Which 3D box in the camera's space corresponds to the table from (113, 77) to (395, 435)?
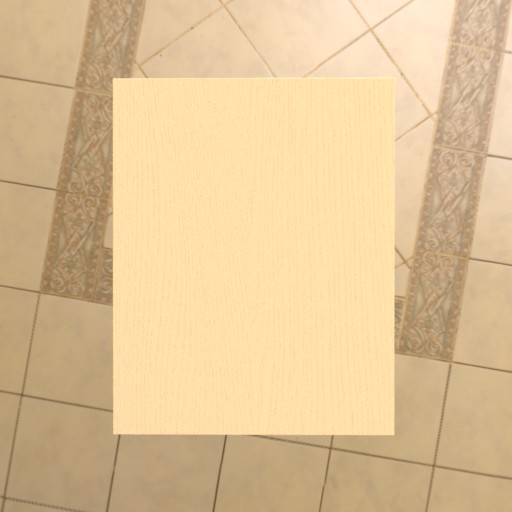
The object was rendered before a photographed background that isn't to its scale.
[{"bbox_3d":[0.000,0.000,0.913,0.381,0.635,0.480,0,90,0],"label":"table"}]
